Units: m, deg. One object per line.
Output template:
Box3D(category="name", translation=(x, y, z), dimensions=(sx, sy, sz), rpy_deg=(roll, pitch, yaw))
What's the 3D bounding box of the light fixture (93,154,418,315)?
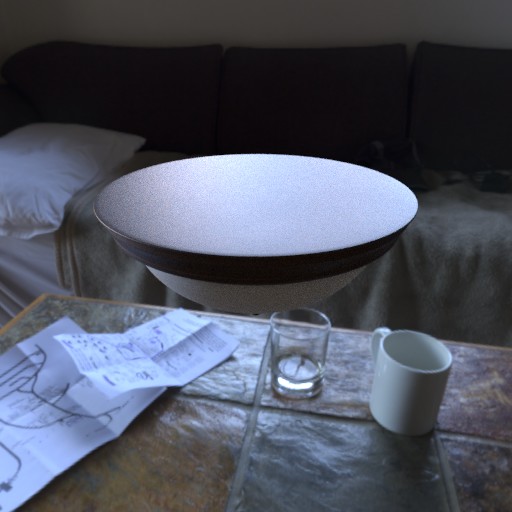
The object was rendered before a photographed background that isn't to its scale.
Box3D(category="light fixture", translation=(0.000, 0.000, 0.431), dimensions=(0.280, 0.135, 0.280), rpy_deg=(0, 26, 0))
